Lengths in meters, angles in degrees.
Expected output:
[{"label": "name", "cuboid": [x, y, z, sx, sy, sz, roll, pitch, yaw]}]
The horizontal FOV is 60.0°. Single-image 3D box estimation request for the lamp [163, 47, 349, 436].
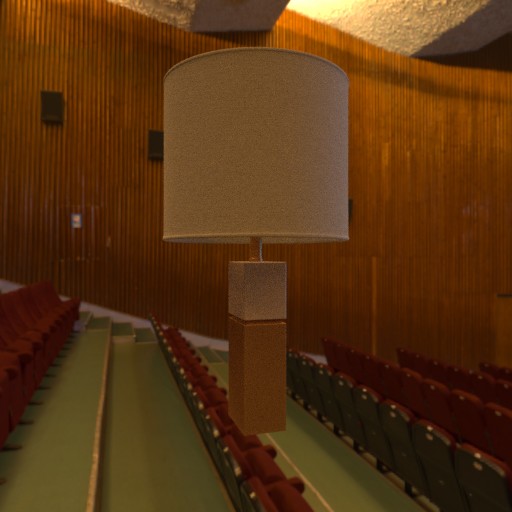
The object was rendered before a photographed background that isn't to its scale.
[{"label": "lamp", "cuboid": [0.000, 0.000, 0.556, 0.229, 0.417, 0.229, 0, 0, -18]}]
